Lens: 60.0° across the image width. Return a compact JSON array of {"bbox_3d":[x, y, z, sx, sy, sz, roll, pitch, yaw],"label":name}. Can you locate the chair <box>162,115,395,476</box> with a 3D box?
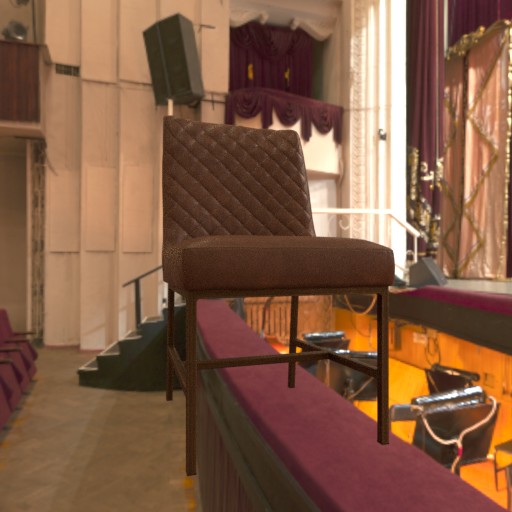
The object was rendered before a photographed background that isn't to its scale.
[{"bbox_3d":[0.000,0.000,1.227,0.508,0.889,0.587,0,0,-19],"label":"chair"}]
